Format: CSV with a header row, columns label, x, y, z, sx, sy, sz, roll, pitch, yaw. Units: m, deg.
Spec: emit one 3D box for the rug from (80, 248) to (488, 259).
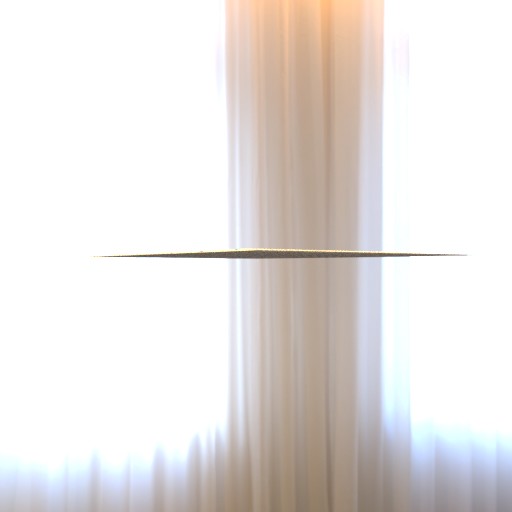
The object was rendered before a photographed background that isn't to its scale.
label,x,y,z,sx,sy,sz,roll,pitch,yaw
rug,0.000,0.000,2.005,1.146,0.006,1.556,1,-1,-36
